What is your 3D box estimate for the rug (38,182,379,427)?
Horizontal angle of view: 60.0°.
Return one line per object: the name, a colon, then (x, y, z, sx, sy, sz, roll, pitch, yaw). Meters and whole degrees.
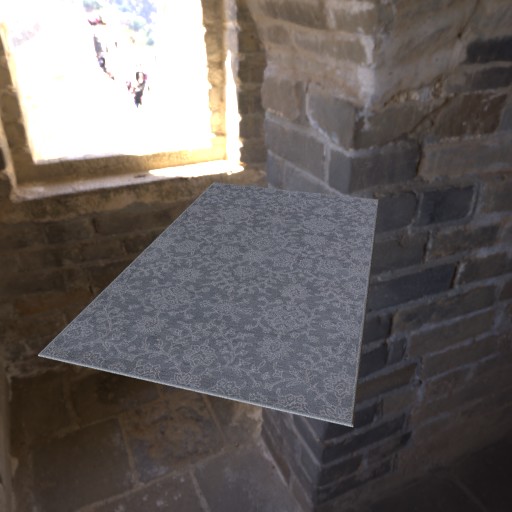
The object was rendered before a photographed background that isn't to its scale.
rug: (0.000, 0.000, 2.989, 1.515, 0.010, 2.430, 8, 31, 14)
